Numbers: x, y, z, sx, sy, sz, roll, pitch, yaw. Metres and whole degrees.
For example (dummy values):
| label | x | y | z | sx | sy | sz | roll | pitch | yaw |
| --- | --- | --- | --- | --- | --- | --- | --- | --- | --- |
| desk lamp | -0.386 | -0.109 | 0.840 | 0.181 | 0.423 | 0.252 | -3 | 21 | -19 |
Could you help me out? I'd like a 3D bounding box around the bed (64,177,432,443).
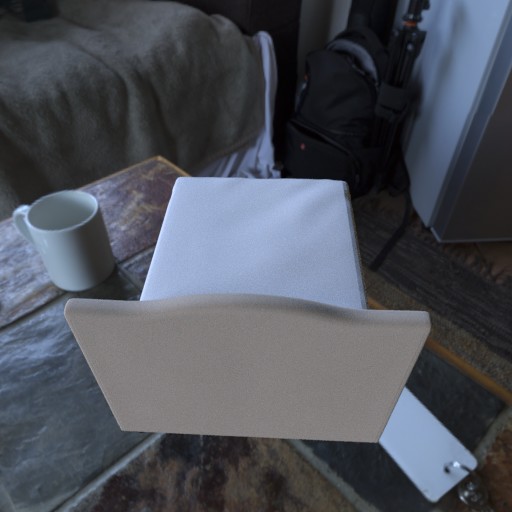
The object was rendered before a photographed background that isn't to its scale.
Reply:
| label | x | y | z | sx | sy | sz | roll | pitch | yaw |
| --- | --- | --- | --- | --- | --- | --- | --- | --- | --- |
| bed | 0.000 | 0.000 | 3.126 | 1.678 | 1.398 | 2.052 | 2 | 45 | 2 |
